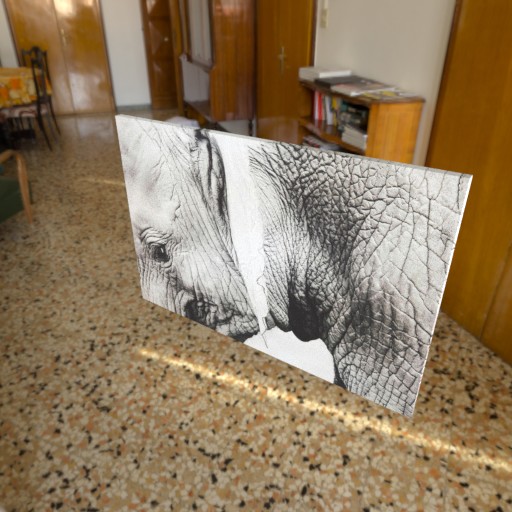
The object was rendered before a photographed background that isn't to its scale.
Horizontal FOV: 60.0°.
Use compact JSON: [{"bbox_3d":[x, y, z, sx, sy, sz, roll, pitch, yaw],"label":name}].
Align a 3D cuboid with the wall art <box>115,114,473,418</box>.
[{"bbox_3d":[0.000,0.000,1.151,0.914,0.607,0.023,18,34,29],"label":"wall art"}]
